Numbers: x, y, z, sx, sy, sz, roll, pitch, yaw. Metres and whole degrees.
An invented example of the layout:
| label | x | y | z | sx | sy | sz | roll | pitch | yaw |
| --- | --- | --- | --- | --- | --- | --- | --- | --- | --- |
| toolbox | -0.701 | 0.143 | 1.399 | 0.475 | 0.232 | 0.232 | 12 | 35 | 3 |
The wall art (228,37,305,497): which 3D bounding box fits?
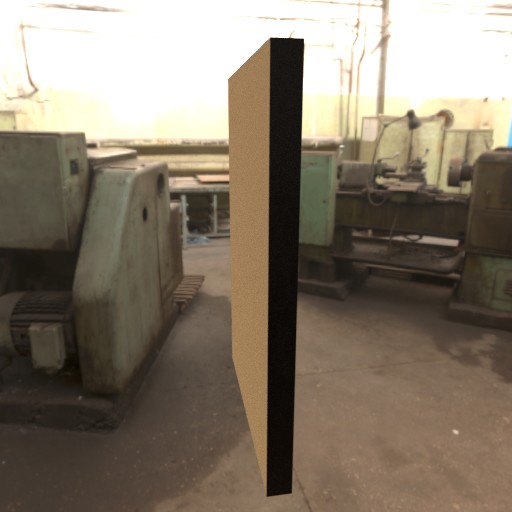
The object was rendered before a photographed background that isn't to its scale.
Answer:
| label | x | y | z | sx | sy | sz | roll | pitch | yaw |
| --- | --- | --- | --- | --- | --- | --- | --- | --- | --- |
| wall art | 0.000 | 0.000 | 0.571 | 0.031 | 0.457 | 0.313 | -3 | 16 | -9 |
